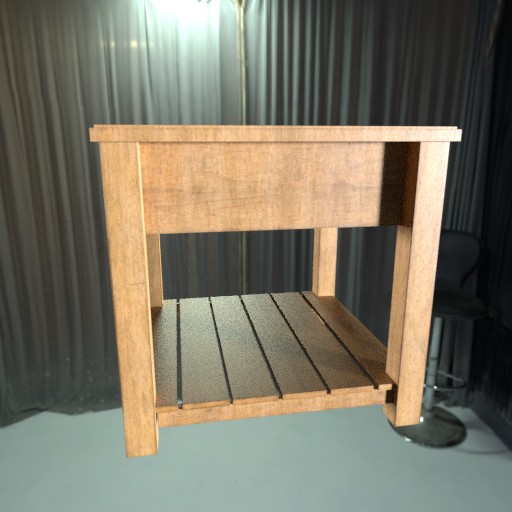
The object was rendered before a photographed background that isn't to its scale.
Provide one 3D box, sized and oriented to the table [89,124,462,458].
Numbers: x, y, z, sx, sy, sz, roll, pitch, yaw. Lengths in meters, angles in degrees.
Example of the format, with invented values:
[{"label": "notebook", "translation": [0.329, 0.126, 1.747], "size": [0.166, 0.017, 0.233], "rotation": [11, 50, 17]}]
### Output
[{"label": "table", "translation": [0.000, 0.000, 1.081], "size": [0.616, 0.593, 0.612], "rotation": [-3, 15, -10]}]
